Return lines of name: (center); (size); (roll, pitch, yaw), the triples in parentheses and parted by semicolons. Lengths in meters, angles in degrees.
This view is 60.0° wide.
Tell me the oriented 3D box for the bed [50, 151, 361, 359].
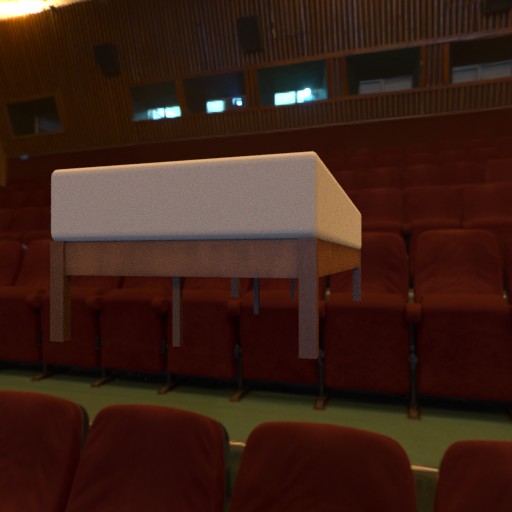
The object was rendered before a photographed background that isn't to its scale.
bed: (0.000, 0.000, 2.346); (0.961, 0.616, 1.902); (0, 0, 17)
